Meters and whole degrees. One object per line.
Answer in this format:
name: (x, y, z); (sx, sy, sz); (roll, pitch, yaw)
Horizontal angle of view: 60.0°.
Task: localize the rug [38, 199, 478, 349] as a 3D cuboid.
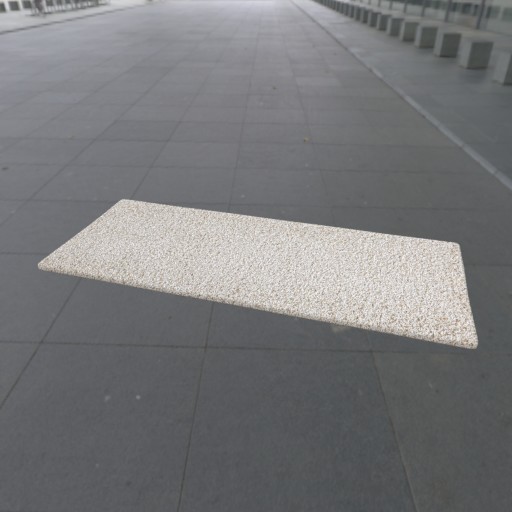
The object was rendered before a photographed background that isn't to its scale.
rug: (0.000, 0.000, 1.716); (1.524, 0.030, 0.609); (9, 33, 14)
